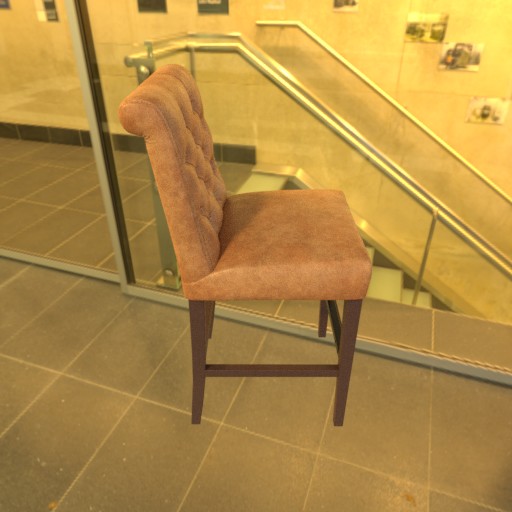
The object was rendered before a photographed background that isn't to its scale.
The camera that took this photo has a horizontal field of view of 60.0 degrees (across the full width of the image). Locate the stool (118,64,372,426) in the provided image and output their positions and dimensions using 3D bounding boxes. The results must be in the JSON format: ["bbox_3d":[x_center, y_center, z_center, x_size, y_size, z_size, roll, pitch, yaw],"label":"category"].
[{"bbox_3d":[0.000,0.000,1.376,0.601,1.047,0.493,0,32,0],"label":"stool"}]
